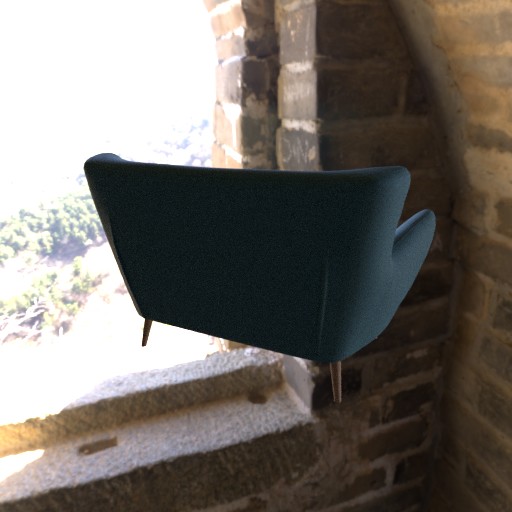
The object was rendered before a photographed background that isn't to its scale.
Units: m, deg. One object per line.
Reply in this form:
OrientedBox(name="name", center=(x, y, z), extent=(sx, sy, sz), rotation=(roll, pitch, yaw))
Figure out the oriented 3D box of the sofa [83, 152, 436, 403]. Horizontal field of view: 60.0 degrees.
OrientedBox(name="sofa", center=(0.000, 0.000, 1.971), extent=(1.397, 0.889, 0.889), rotation=(9, 20, 25))
